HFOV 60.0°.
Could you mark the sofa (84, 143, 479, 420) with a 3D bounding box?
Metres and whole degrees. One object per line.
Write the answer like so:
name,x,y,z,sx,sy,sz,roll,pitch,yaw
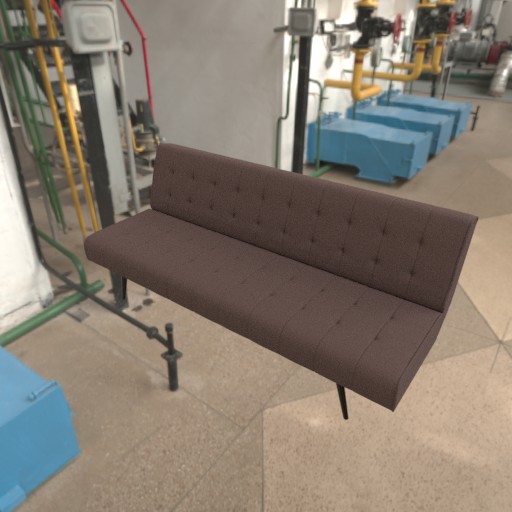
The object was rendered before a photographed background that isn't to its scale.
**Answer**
sofa,0.000,0.000,2.114,1.703,0.699,0.747,20,36,31
